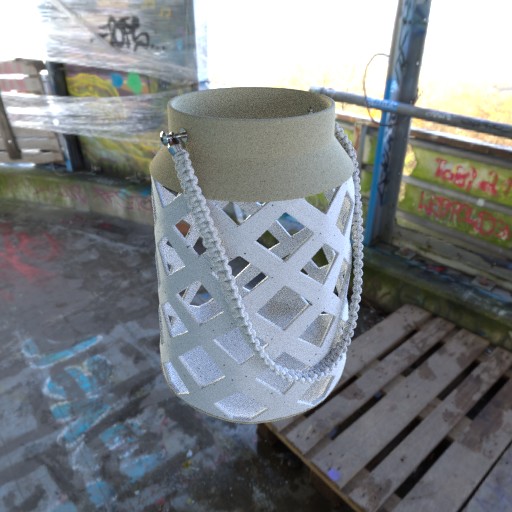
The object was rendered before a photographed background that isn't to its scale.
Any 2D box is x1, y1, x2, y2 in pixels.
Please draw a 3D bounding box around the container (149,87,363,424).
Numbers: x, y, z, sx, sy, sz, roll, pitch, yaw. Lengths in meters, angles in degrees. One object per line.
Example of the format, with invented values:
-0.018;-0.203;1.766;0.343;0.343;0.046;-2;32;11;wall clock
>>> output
0.000;0.000;0.394;0.188;0.264;0.198;-22;37;-33;container
